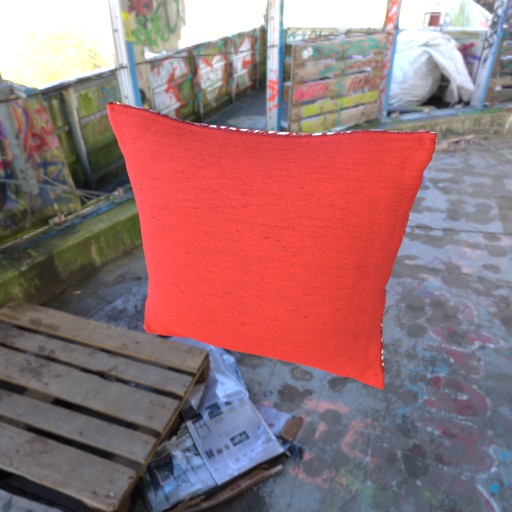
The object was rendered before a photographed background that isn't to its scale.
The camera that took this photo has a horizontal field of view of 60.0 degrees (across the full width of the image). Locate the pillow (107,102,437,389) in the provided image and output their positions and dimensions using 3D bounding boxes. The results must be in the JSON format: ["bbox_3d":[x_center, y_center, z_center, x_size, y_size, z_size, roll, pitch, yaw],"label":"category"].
[{"bbox_3d":[0.000,0.000,0.667,0.438,0.419,0.162,10,34,16],"label":"pillow"}]
